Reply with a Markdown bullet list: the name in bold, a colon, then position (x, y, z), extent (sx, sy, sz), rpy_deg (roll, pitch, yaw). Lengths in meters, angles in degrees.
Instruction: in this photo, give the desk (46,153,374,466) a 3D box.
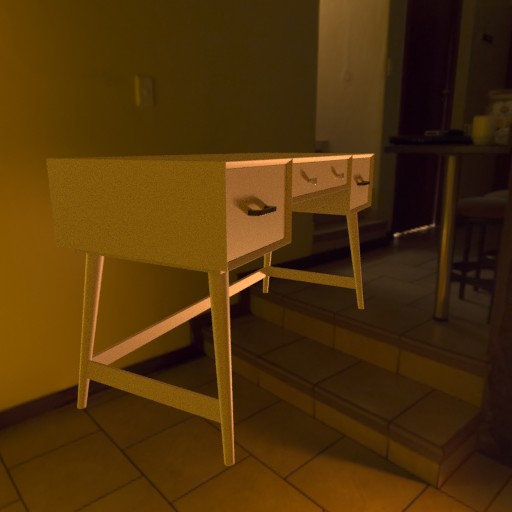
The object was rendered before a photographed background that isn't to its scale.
- **desk**: position (0.000, 0.000, 1.720), extent (0.589, 0.762, 1.313), rpy_deg (7, 16, 27)
